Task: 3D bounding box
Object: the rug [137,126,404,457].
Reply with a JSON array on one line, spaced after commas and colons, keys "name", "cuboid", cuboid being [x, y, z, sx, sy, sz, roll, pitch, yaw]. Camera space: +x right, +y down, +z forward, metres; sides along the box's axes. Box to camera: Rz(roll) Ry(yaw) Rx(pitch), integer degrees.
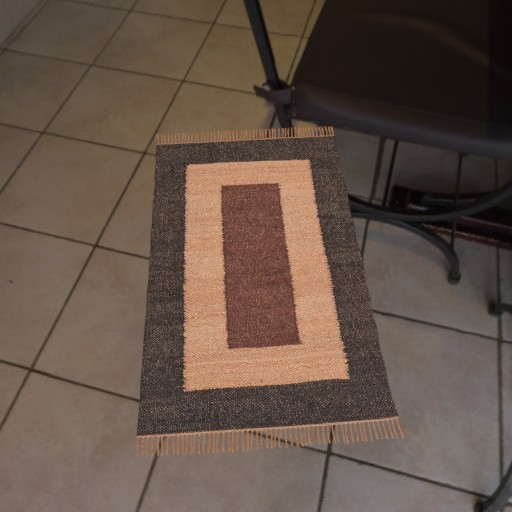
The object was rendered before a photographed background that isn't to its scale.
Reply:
[{"name": "rug", "cuboid": [0.000, 0.000, 1.899, 0.920, 0.013, 1.541, -3, 59, -2]}]
